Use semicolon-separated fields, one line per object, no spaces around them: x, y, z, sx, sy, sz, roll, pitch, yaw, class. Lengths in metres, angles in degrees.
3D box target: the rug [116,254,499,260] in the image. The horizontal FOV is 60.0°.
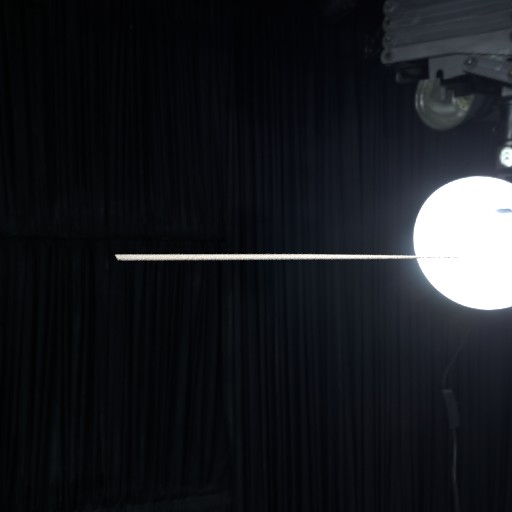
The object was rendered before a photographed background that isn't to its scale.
0.000;0.000;3.826;2.313;0.009;2.939;0;1;-18;rug
